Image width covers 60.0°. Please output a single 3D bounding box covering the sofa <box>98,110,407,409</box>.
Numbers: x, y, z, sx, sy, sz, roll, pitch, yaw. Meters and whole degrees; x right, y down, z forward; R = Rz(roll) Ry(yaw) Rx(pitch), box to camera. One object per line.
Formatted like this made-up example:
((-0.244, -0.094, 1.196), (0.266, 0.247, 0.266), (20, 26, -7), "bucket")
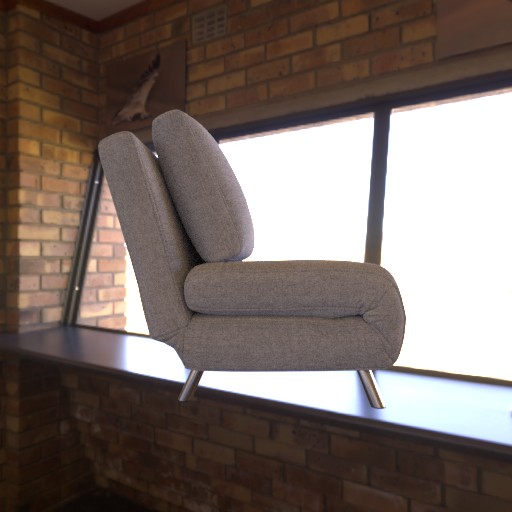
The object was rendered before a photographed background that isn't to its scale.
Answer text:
((0.000, 0.000, 1.882), (0.910, 0.910, 1.220), (0, -1, 1), "sofa")
